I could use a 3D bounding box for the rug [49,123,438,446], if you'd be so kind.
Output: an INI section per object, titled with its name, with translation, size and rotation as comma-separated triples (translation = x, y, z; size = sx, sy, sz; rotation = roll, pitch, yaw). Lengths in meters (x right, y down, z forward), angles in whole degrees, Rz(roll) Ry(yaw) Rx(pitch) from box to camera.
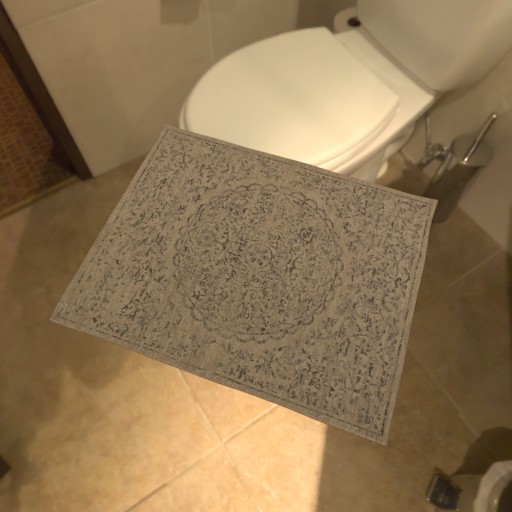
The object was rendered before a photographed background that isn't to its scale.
[rug]
translation = 0.000, 0.000, 4.036
size = 2.925, 0.026, 2.343
rotation = 18, 64, 9
